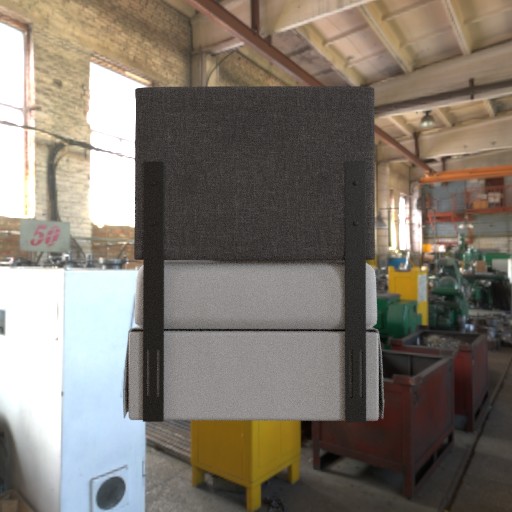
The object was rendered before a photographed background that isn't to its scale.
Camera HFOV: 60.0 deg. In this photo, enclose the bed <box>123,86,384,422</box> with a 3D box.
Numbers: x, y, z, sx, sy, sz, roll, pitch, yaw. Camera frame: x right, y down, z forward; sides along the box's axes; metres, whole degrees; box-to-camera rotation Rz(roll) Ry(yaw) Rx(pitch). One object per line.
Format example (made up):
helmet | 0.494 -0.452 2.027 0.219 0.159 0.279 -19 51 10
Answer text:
bed | 0.000 0.000 3.046 1.261 1.571 1.997 0 -1 0
